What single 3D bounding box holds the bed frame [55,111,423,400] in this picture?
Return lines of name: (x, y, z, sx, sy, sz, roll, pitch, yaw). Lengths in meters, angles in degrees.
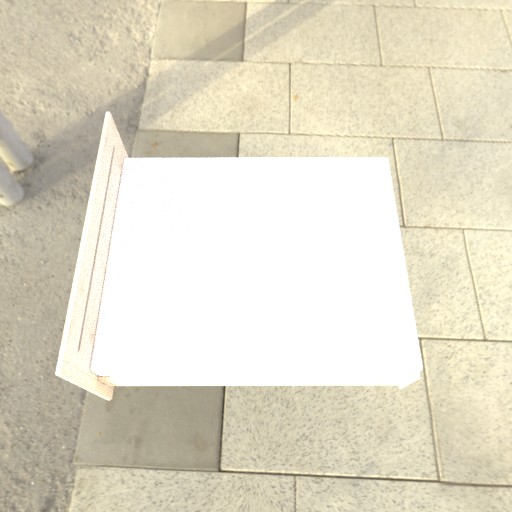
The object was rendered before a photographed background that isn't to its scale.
bed frame: (0.000, 0.000, 3.091, 2.080, 0.900, 1.800, 0, 64, 0)
